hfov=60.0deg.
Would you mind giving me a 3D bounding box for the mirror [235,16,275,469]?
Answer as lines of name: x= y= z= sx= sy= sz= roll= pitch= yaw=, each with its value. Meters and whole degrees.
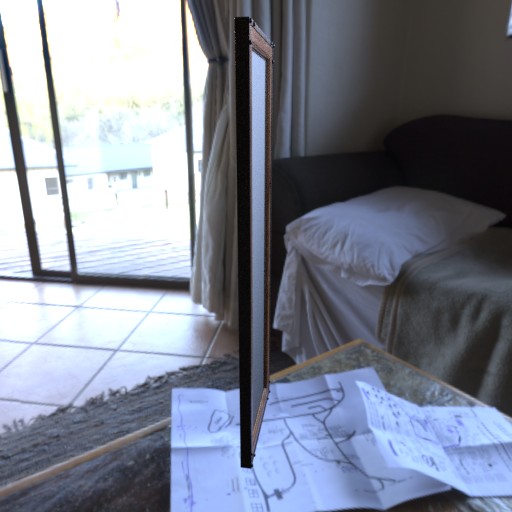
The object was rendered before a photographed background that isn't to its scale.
mirror: x=0.000 y=0.000 z=1.179 sx=0.042 sy=1.080 sz=0.354 roll=3 pitch=18 yaw=9
